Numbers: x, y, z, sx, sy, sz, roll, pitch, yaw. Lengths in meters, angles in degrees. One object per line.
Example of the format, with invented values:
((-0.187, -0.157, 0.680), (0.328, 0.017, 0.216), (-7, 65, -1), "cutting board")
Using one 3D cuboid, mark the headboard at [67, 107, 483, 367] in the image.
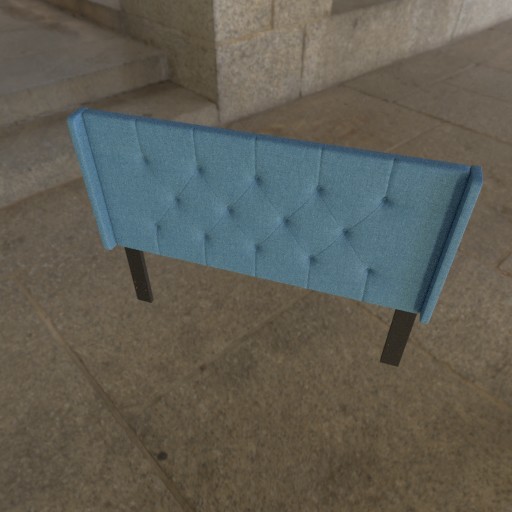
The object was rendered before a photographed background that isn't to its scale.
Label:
((0.000, 0.000, 2.647), (2.051, 1.524, 0.184), (12, 43, 14), "headboard")
